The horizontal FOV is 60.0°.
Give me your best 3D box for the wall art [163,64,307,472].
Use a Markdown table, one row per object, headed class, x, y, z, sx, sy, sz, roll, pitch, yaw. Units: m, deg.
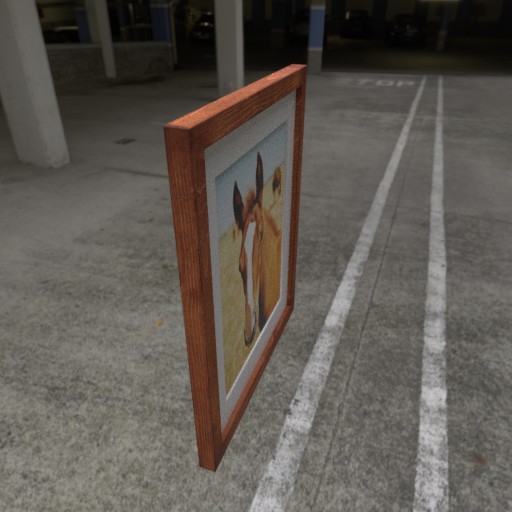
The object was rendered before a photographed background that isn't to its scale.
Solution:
| class | x | y | z | sx | sy | sz | roll | pitch | yaw |
| --- | --- | --- | --- | --- | --- | --- | --- | --- | --- |
| wall art | 0.000 | 0.000 | 0.769 | 0.030 | 0.558 | 0.462 | 11 | 33 | 17 |
